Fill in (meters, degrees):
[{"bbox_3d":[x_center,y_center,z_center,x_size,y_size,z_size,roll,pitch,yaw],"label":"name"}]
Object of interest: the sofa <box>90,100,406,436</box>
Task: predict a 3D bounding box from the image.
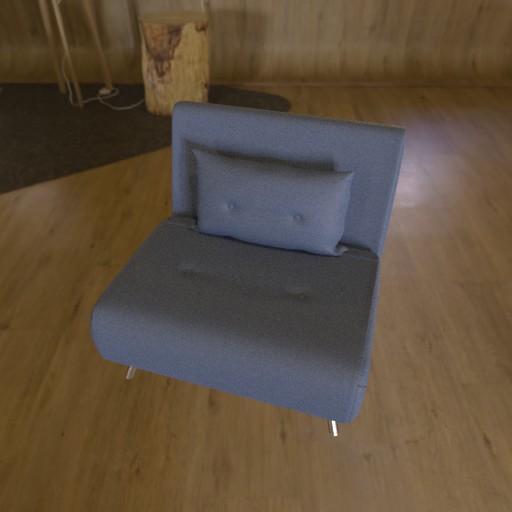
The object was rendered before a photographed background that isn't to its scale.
[{"bbox_3d":[0.000,0.000,1.792,0.999,0.860,0.996,11,42,13],"label":"sofa"}]
